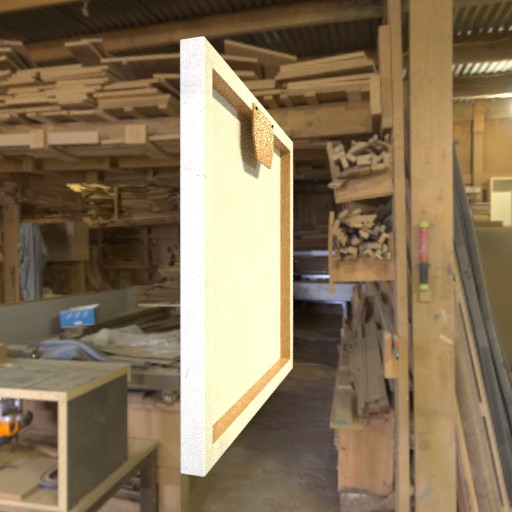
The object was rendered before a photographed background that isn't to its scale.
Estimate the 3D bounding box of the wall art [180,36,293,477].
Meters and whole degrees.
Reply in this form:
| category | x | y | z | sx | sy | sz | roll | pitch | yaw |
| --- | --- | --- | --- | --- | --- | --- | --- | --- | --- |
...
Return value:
| category | x | y | z | sx | sy | sz | roll | pitch | yaw |
| --- | --- | --- | --- | --- | --- | --- | --- | --- | --- |
| wall art | 0.000 | 0.000 | 0.902 | 0.044 | 0.605 | 0.605 | 0 | 0 | 16 |
